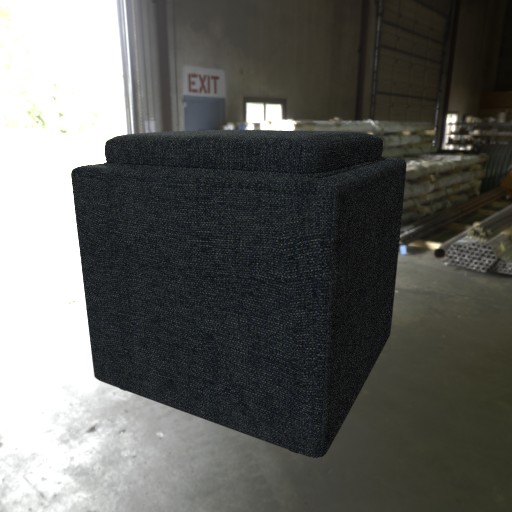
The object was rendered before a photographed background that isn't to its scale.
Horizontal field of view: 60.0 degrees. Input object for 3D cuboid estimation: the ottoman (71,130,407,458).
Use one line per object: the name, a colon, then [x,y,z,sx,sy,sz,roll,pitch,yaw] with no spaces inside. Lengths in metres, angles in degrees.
ottoman: [0.000,0.000,0.841,0.450,0.460,0.450,9,19,27]
